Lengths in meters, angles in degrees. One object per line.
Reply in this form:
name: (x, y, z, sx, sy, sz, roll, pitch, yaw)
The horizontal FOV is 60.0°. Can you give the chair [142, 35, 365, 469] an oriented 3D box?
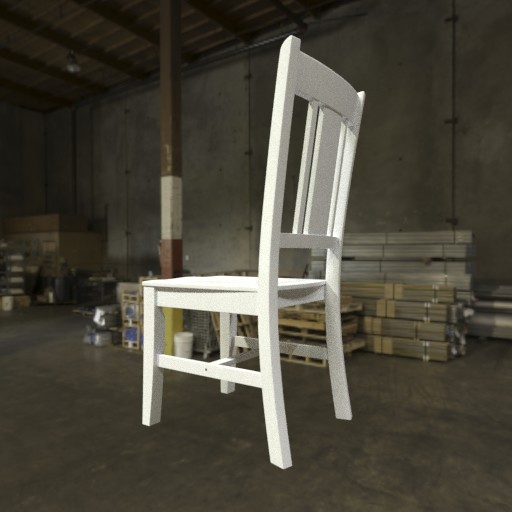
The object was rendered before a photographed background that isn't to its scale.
chair: (0.000, 0.000, 1.328, 0.555, 0.998, 0.450, 0, 0, 35)
